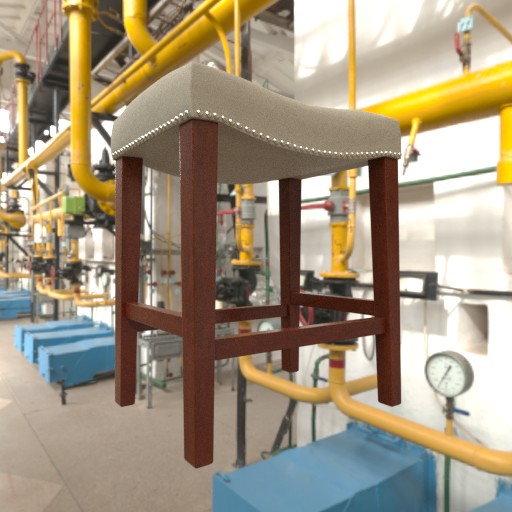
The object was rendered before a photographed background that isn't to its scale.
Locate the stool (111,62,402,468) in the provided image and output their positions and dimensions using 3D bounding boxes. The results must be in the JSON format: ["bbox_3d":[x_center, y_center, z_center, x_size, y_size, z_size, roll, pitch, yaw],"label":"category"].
[{"bbox_3d":[0.000,0.000,0.945,0.509,0.632,0.375,0,0,-36],"label":"stool"}]
